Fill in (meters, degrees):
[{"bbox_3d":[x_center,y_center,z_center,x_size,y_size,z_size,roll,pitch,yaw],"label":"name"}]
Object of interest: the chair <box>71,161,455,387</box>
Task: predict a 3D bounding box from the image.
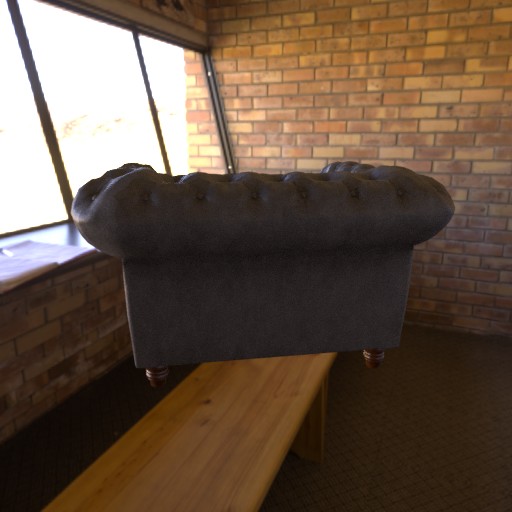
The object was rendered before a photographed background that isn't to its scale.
[{"bbox_3d":[0.000,0.000,1.874,1.298,0.780,0.943,-2,15,-9],"label":"chair"}]
